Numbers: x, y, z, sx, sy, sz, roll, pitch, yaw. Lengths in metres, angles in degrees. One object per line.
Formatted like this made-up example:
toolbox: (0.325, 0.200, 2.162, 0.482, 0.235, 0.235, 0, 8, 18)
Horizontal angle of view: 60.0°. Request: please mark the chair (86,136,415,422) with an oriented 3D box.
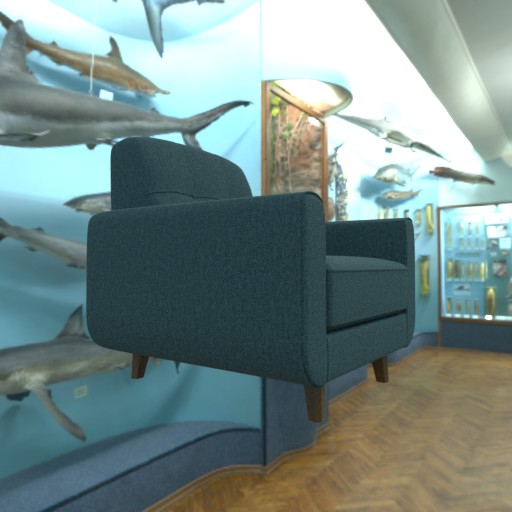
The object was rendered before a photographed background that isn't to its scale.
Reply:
chair: (0.000, 0.000, 1.697, 0.964, 0.940, 0.880, -1, -1, 37)
